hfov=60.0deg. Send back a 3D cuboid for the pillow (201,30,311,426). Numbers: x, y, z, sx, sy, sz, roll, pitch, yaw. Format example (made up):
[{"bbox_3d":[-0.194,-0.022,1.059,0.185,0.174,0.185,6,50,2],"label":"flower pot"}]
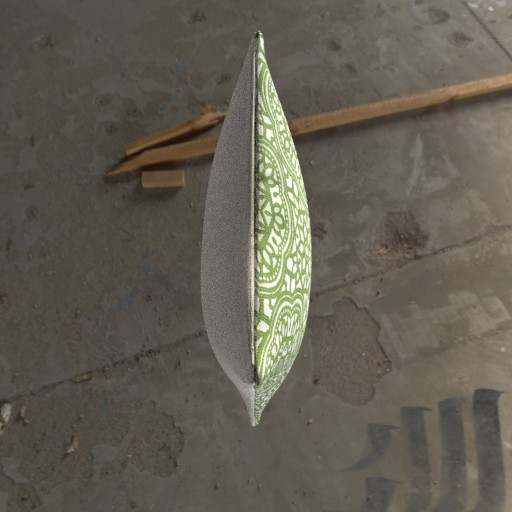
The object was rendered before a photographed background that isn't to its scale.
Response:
[{"bbox_3d":[0.000,0.000,0.652,0.162,0.419,0.440,0,65,0],"label":"pillow"}]
